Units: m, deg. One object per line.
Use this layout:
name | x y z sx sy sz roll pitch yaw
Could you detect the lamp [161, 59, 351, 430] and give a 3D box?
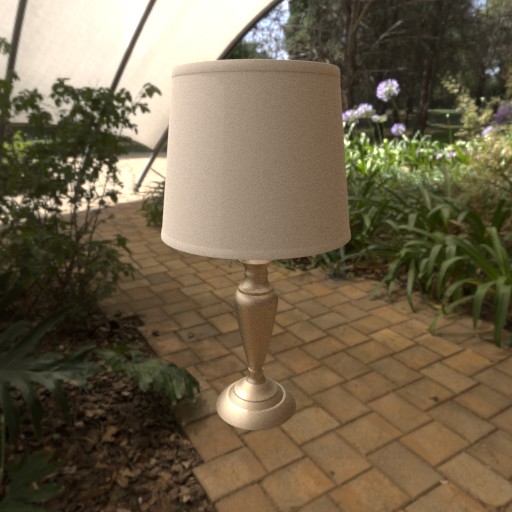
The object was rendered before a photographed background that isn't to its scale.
lamp | 0.000 0.000 0.795 0.328 0.619 0.328 0 17 0
